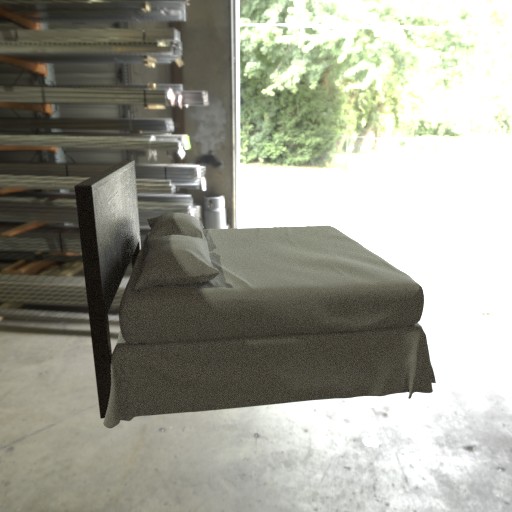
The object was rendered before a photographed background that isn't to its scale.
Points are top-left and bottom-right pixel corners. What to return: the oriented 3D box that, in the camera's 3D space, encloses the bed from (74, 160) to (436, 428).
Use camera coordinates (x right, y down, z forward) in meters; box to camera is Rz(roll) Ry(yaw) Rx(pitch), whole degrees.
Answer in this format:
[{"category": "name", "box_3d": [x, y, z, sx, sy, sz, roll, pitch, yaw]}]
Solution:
[{"category": "bed", "box_3d": [0.000, 0.000, 2.902, 1.785, 1.142, 1.772, -2, 16, -8]}]
